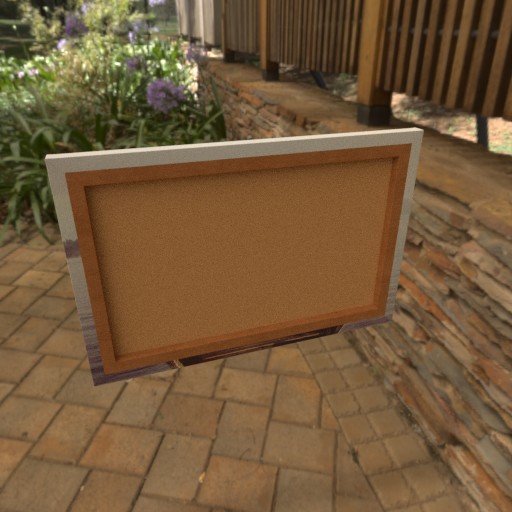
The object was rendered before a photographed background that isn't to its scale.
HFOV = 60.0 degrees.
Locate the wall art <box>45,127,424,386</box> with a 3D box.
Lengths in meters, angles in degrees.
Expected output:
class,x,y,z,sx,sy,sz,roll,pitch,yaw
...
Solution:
class,x,y,z,sx,sy,sz,roll,pitch,yaw
wall art,0.000,0.000,1.181,0.916,0.609,0.037,-9,28,-17
